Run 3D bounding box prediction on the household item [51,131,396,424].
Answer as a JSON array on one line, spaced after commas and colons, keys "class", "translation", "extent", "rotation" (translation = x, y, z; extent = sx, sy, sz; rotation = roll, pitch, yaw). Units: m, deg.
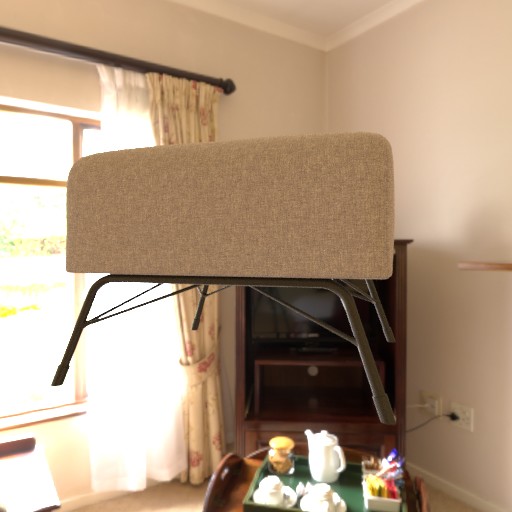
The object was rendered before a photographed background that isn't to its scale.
[{"class": "household item", "translation": [0.000, 0.000, 0.878], "extent": [0.530, 0.410, 0.530], "rotation": [0, 1, 17]}]
